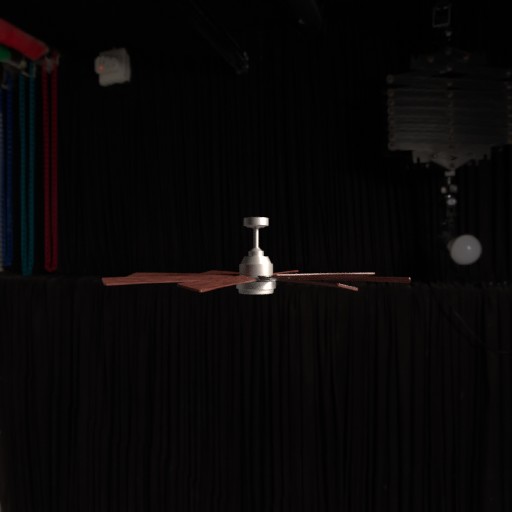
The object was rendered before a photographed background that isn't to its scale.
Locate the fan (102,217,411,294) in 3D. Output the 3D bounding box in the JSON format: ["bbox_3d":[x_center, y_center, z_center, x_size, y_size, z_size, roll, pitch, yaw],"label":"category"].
[{"bbox_3d":[0.000,0.000,2.780,1.830,0.472,1.830,0,0,19],"label":"fan"}]
